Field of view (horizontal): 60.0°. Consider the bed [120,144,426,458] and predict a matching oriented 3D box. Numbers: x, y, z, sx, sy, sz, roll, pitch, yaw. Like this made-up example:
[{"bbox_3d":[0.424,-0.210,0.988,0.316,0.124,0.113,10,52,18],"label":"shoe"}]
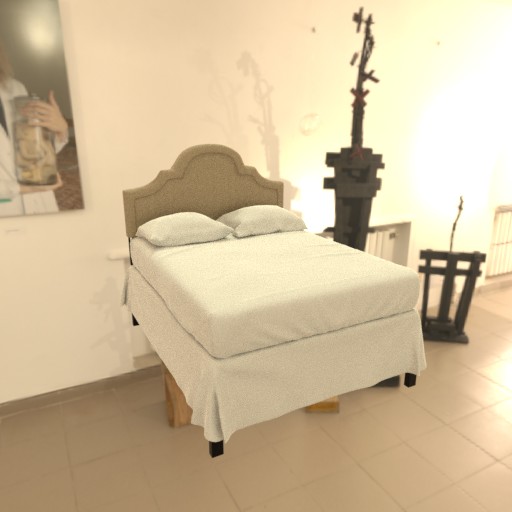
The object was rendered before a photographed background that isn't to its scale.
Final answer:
[{"bbox_3d":[0.000,0.000,3.460,1.780,1.634,2.222,-8,18,-26],"label":"bed"}]
